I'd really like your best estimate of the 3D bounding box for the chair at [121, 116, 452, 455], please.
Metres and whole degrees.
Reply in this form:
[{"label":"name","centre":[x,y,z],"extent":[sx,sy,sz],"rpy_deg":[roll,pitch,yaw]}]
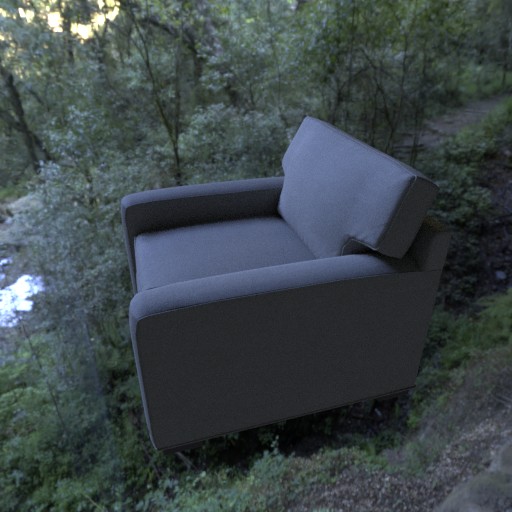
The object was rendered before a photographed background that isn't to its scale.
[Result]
[{"label":"chair","centre":[0.000,0.000,1.846],"extent":[1.044,0.934,0.999],"rpy_deg":[-8,31,-14]}]
